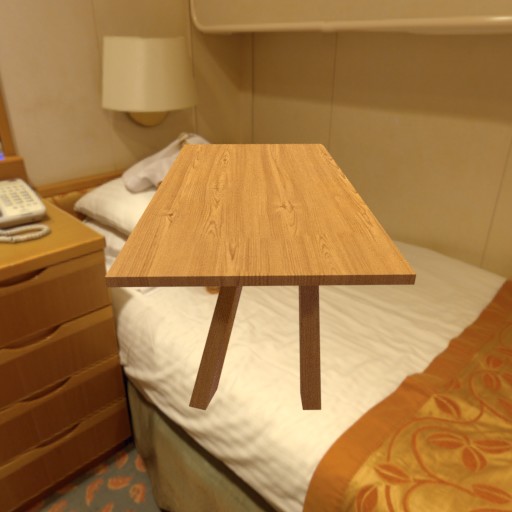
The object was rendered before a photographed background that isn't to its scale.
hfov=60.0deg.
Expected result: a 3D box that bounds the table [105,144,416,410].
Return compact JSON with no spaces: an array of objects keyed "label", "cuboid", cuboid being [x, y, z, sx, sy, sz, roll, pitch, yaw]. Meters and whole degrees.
[{"label":"table","cuboid":[0.000,0.000,2.251,0.901,0.750,1.797,0,26,-1]}]
